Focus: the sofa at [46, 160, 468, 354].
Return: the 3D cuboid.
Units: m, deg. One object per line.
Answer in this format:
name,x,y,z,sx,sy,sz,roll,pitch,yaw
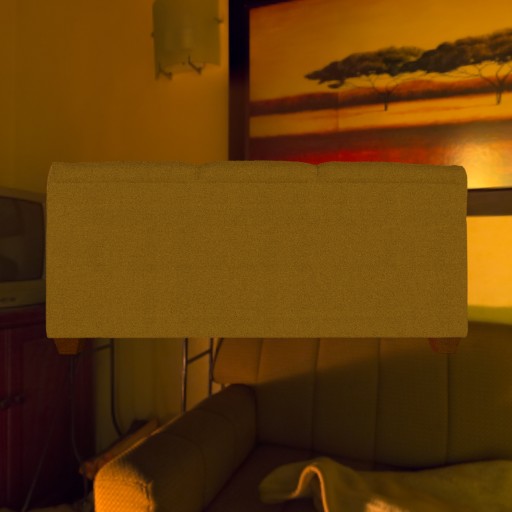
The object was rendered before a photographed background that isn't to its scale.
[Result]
sofa,0.000,0.000,2.581,2.024,0.958,0.997,0,-1,0
